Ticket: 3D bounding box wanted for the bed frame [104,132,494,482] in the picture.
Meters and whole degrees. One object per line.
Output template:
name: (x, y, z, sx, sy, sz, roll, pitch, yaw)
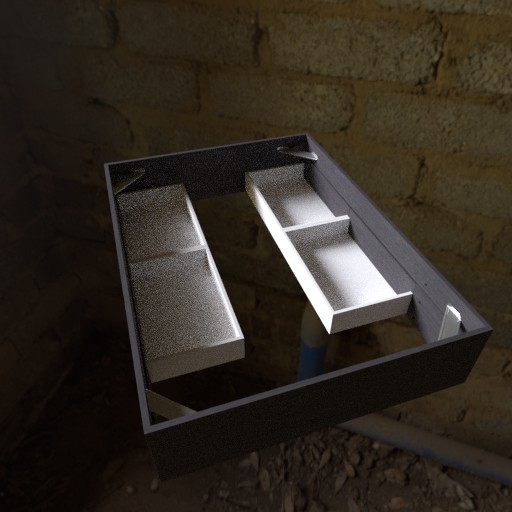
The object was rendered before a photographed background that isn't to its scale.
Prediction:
bed frame: (0.000, 0.000, 2.506, 1.448, 0.459, 1.944, -12, 42, -14)
